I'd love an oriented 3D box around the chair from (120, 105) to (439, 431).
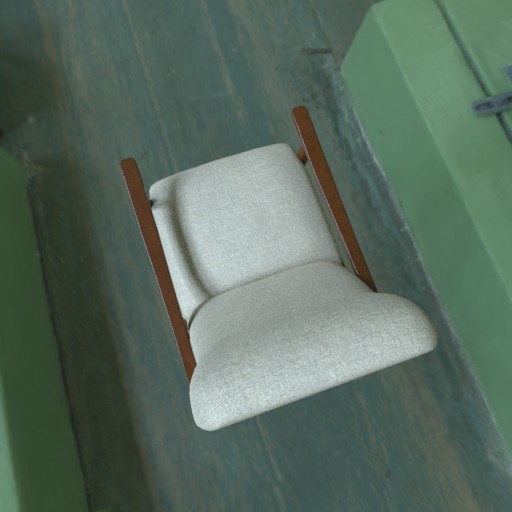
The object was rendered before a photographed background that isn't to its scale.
[{"bbox_3d":[0.000,0.000,1.678,0.762,1.082,1.014,-18,75,-5],"label":"chair"}]
